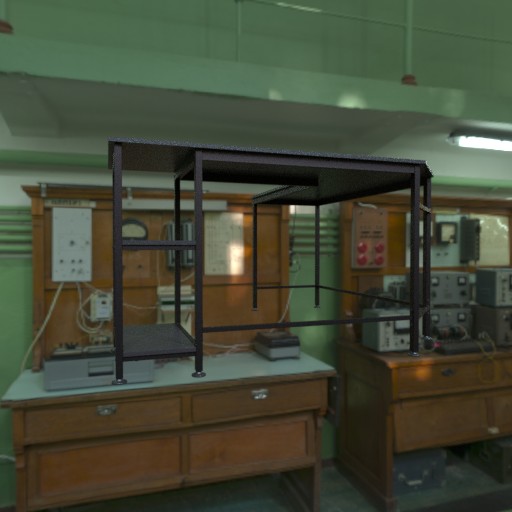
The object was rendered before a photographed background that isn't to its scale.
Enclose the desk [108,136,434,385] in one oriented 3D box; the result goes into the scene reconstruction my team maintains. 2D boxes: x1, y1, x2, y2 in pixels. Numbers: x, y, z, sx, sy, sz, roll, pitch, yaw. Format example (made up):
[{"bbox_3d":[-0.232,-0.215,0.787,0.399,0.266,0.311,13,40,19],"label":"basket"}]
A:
[{"bbox_3d":[0.000,0.000,2.182,1.379,0.739,1.379,0,1,-19],"label":"desk"}]
